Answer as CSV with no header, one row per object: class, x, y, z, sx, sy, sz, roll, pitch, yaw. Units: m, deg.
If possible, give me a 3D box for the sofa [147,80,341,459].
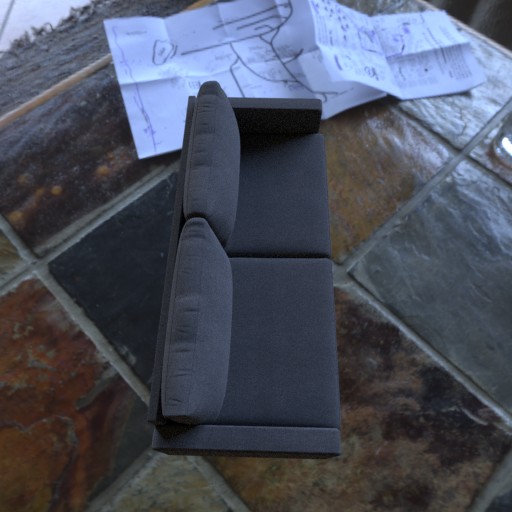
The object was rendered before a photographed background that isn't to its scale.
sofa,0.000,0.000,2.557,0.880,0.880,2.100,1,63,1
